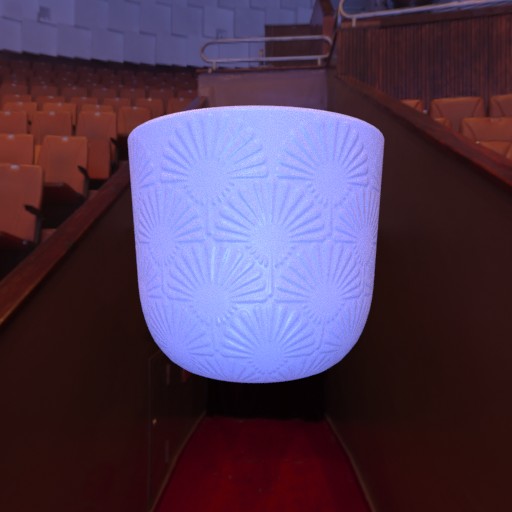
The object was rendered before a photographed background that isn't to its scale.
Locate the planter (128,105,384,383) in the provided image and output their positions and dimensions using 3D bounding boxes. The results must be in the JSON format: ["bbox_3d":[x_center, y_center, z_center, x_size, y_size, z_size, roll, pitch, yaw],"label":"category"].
[{"bbox_3d":[0.000,0.000,0.305,0.170,0.152,0.170,0,0,0],"label":"planter"}]
